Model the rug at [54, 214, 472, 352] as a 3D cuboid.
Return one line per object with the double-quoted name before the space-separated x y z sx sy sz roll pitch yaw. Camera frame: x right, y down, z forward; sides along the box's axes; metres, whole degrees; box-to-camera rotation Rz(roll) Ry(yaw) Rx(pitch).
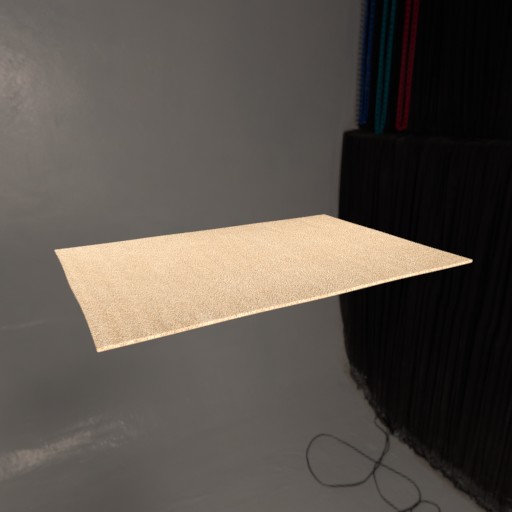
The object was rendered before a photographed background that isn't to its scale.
"rug" 0.000 0.000 3.435 2.699 0.025 1.800 -10 20 -28
